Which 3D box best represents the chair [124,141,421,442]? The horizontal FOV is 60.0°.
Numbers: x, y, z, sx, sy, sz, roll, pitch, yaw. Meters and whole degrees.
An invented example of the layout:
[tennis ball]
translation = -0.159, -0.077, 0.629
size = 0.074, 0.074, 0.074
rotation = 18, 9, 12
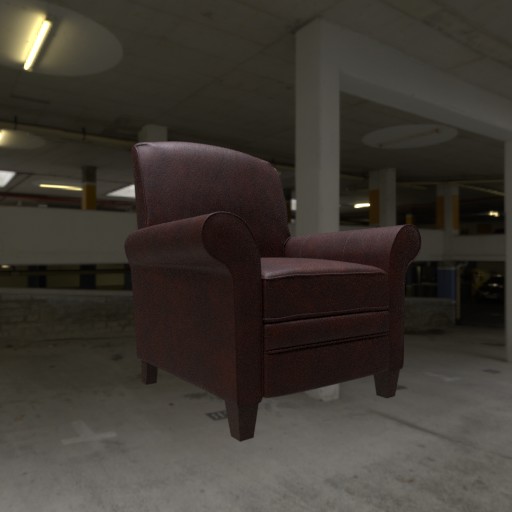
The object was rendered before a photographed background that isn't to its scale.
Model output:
[chair]
translation = 0.000, 0.000, 1.803
size = 0.978, 1.061, 0.902
rotation = 0, 0, -36
